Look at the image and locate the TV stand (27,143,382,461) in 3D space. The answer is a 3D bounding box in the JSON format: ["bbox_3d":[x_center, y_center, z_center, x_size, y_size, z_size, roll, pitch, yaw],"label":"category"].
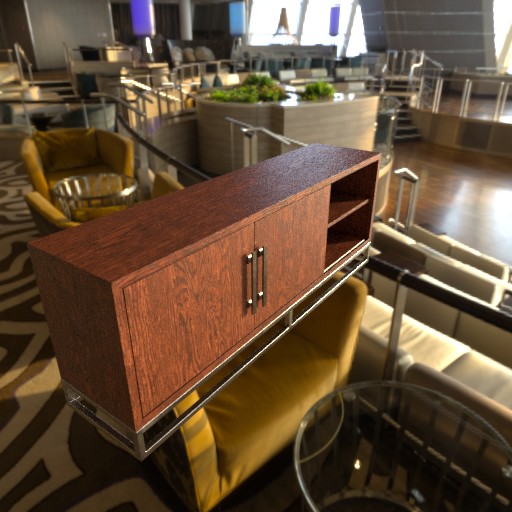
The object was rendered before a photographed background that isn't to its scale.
[{"bbox_3d":[0.000,0.000,1.761,0.382,0.578,1.541,18,32,32],"label":"TV stand"}]
